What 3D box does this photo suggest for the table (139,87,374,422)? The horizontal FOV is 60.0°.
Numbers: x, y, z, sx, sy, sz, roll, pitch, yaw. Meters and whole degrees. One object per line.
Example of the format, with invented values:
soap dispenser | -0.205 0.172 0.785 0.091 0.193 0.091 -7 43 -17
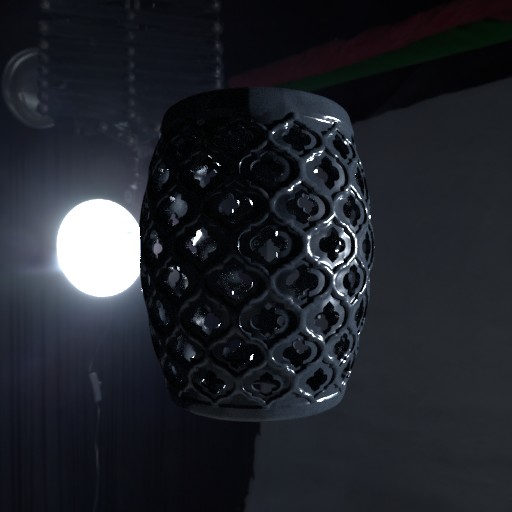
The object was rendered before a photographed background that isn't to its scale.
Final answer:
table | 0.000 0.000 0.632 0.325 0.388 0.325 0 -1 0
